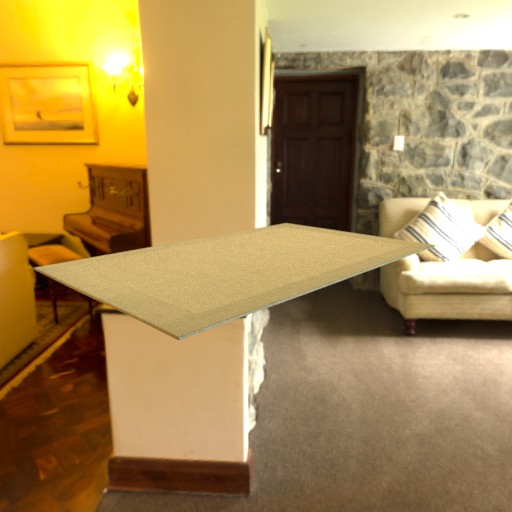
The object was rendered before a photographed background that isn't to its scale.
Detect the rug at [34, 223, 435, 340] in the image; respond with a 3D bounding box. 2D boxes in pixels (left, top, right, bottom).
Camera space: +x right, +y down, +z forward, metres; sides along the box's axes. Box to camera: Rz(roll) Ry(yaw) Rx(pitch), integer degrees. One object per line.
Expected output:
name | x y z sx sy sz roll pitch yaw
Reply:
rug | 0.000 0.000 3.105 1.524 0.014 2.438 13 18 43
